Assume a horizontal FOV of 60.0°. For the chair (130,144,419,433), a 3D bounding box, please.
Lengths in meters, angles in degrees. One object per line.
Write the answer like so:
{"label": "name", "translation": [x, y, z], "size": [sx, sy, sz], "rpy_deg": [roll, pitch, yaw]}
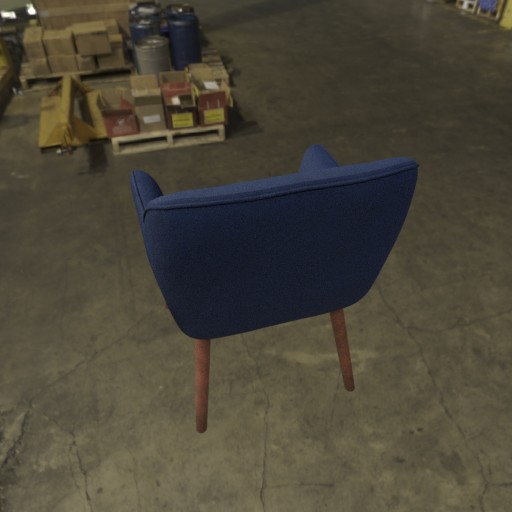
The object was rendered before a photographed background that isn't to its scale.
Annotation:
{"label": "chair", "translation": [0.000, 0.000, 1.242], "size": [0.600, 0.820, 0.600], "rpy_deg": [-11, 43, -12]}
